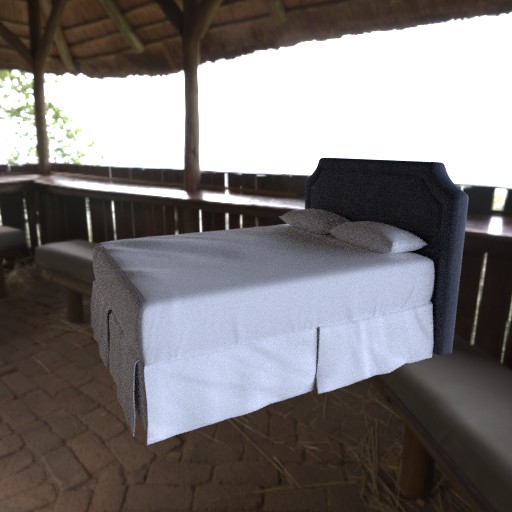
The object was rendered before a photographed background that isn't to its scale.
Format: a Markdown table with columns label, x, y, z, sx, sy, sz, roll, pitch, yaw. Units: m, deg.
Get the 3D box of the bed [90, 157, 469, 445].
| label | x | y | z | sx | sy | sz | roll | pitch | yaw |
| --- | --- | --- | --- | --- | --- | --- | --- | --- | --- |
| bed | 0.000 | 0.000 | 3.087 | 2.116 | 1.290 | 1.693 | -7 | 16 | -26 |
